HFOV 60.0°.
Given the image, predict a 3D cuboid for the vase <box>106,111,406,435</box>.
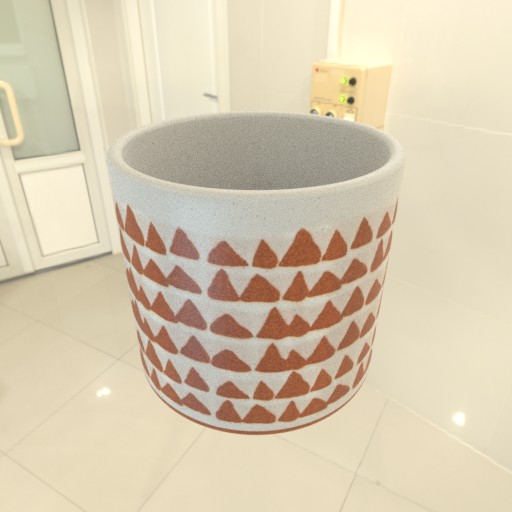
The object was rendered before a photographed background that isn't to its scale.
[{"bbox_3d":[0.000,0.000,0.241,0.137,0.127,0.137,0,30,0],"label":"vase"}]
